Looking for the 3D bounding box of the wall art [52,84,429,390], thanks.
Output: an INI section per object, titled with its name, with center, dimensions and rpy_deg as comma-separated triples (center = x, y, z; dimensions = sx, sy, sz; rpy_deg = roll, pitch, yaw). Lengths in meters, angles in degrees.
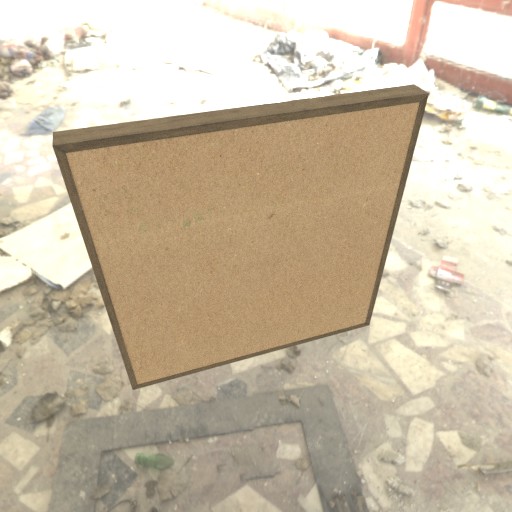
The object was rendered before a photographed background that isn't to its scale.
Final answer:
[wall art]
center = 0.000, 0.000, 0.752
dimensions = 0.508, 0.508, 0.038
rpy_deg = -12, 43, -14
